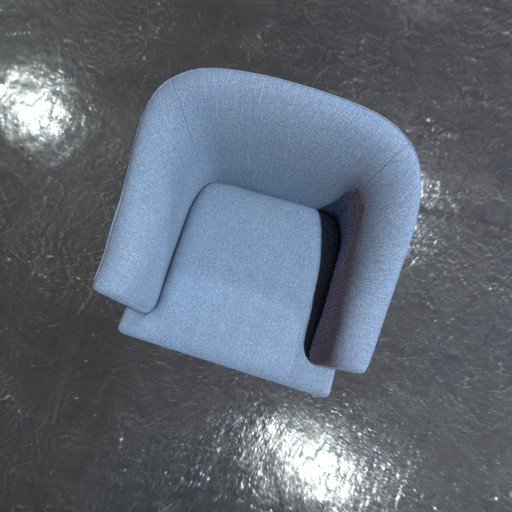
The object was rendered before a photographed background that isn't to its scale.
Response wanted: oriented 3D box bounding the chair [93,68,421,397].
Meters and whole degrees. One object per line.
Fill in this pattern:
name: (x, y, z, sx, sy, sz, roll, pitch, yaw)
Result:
chair: (0.000, 0.000, 1.394, 0.772, 0.815, 0.704, 17, 77, 4)
